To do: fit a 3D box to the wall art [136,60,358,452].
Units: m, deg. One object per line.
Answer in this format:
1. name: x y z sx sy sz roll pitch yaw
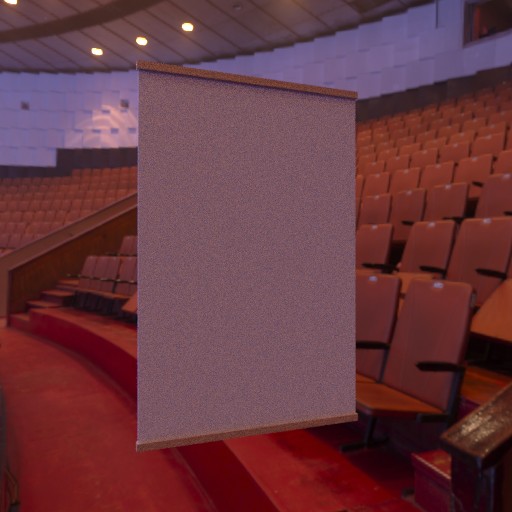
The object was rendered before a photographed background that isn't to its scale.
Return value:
1. wall art: 0.000 0.000 1.898 0.990 1.519 0.030 0 0 -20
